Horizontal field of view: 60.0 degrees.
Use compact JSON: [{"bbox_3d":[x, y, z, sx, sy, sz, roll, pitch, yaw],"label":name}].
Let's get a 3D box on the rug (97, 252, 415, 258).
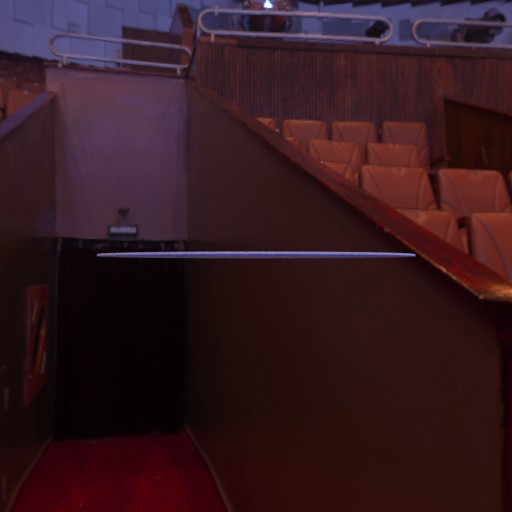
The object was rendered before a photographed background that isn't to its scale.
[{"bbox_3d":[0.000,0.000,3.523,2.382,0.014,2.382,0,-1,0],"label":"rug"}]
